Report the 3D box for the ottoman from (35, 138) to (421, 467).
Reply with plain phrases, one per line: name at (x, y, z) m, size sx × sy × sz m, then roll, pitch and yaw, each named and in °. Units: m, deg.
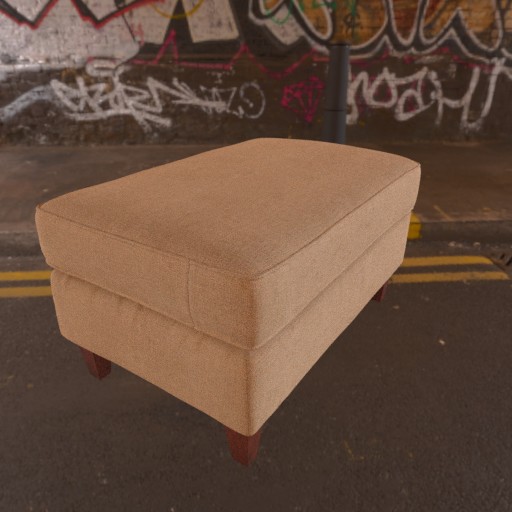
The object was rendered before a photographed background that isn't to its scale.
ottoman at (0.000, 0.000, 1.169) m, size 0.583 × 0.484 × 0.862 m, roll 17°, pitch 31°, yaw 30°
